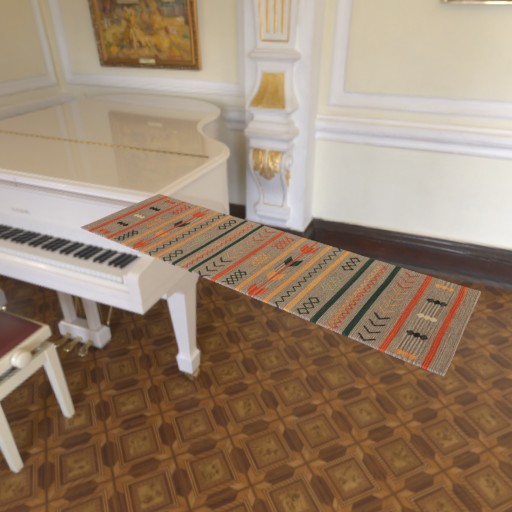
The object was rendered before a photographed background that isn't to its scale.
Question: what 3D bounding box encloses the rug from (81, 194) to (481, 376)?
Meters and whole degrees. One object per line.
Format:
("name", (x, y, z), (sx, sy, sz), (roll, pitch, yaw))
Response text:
("rug", (0.000, 0.000, 2.699), (2.419, 0.022, 0.744), (19, 35, 30))
